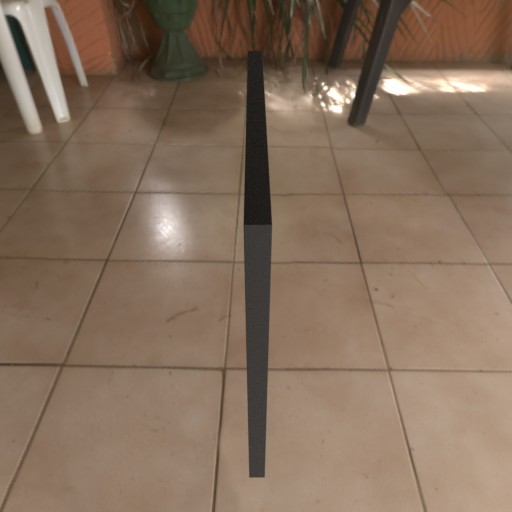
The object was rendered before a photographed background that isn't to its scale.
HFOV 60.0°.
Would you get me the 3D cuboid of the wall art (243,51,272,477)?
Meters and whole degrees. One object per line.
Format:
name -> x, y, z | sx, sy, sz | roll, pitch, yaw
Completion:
wall art -> 0.000, 0.000, 0.448 | 0.015, 0.304, 0.306 | 0, 41, 0
